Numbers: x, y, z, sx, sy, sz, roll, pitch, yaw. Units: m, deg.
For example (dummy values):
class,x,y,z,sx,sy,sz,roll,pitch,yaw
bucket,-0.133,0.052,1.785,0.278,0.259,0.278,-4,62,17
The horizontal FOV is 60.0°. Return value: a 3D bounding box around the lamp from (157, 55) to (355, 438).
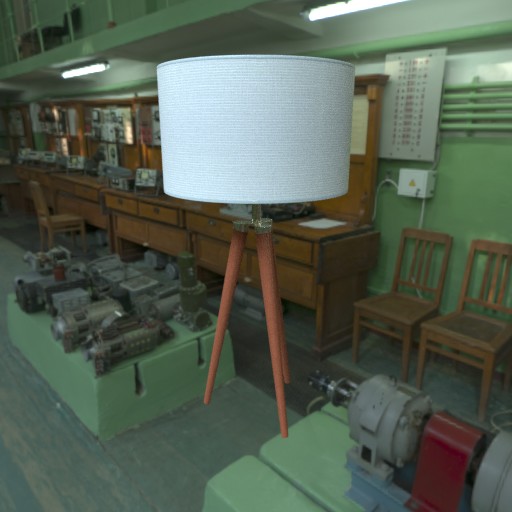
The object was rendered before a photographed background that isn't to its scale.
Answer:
class,x,y,z,sx,sy,sz,roll,pitch,yaw
lamp,0.000,0.000,0.909,0.354,0.709,0.355,-15,22,-42
